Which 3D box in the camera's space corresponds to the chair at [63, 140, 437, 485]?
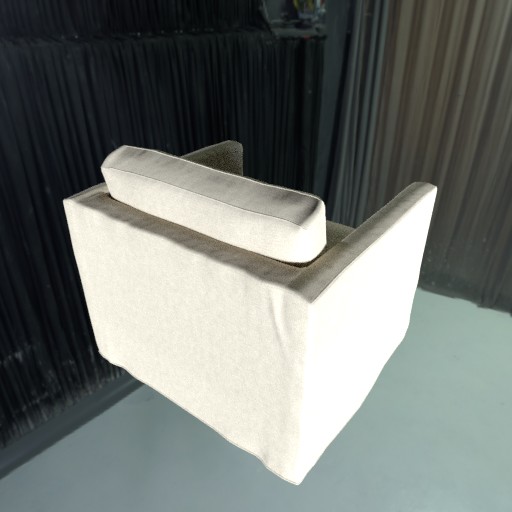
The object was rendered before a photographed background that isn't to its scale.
[{"bbox_3d":[0.000,0.000,1.738,1.057,0.867,0.949,21,36,31],"label":"chair"}]
